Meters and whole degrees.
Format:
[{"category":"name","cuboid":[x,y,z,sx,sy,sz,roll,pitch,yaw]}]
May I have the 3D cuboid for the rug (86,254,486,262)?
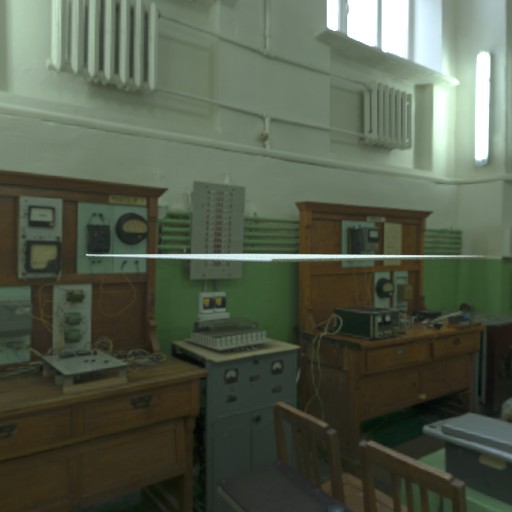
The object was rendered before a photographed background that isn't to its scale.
[{"category":"rug","cuboid":[0.000,0.000,2.900,1.532,0.017,2.244,0,1,-37]}]
